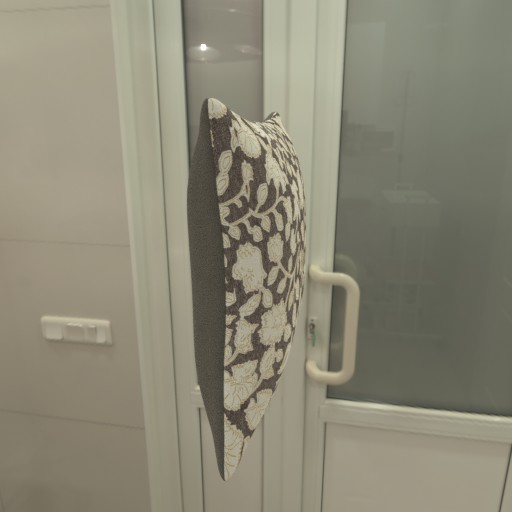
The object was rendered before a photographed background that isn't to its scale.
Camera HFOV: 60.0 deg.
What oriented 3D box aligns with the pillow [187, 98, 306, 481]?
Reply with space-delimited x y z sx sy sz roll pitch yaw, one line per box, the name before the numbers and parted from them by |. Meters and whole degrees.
pillow | 0.000 0.000 0.793 0.166 0.507 0.526 3 16 10
